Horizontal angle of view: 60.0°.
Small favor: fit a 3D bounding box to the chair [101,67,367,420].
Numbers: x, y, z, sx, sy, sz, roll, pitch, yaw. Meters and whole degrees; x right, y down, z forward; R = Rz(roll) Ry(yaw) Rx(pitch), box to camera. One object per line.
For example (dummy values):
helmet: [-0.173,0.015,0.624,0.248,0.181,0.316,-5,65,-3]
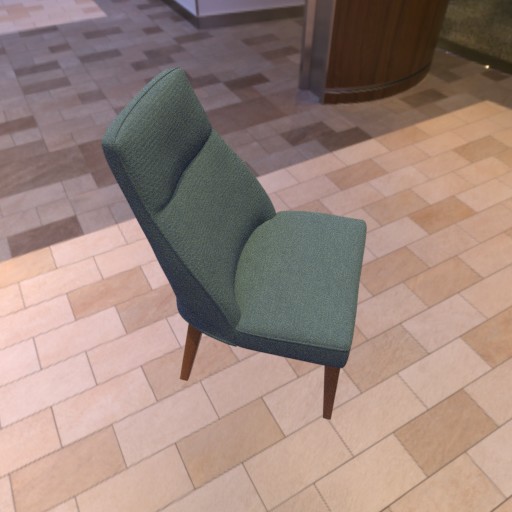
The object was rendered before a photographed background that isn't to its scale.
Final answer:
chair: [0.000,0.000,1.307,0.620,0.930,0.500,11,47,10]
